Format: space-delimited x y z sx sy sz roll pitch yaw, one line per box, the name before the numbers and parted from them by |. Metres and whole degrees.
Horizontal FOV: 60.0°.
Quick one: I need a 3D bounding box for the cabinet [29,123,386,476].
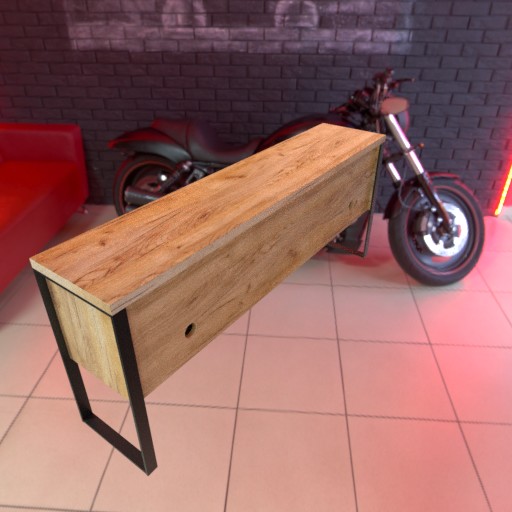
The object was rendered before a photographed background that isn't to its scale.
cabinet | 0.000 0.000 2.058 0.395 0.762 1.800 22 38 30
